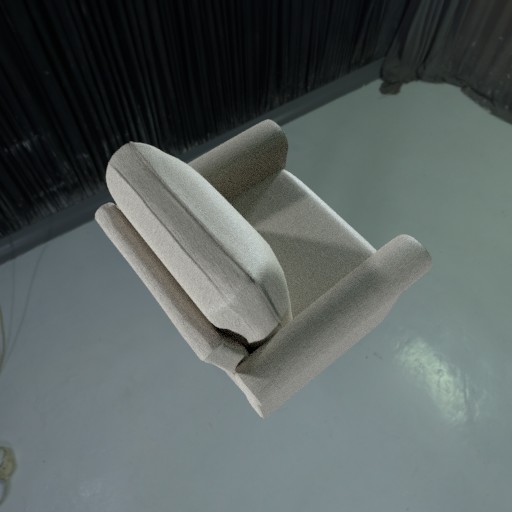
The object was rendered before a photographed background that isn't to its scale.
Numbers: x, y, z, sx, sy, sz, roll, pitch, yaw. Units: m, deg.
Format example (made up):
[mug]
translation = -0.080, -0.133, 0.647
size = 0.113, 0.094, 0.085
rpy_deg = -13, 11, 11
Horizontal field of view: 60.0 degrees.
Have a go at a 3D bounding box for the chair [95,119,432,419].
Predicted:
[chair]
translation = 0.000, 0.000, 2.311
size = 1.180, 1.349, 1.275
rpy_deg = -34, 63, -20
